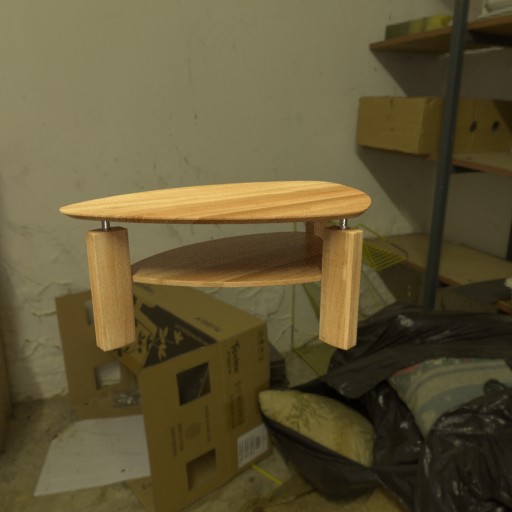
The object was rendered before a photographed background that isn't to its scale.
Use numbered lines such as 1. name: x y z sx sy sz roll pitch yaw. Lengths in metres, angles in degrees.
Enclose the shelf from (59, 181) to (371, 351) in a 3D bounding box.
1. shelf: 0.000 0.000 1.644 1.240 0.439 0.863 -14 21 -42
